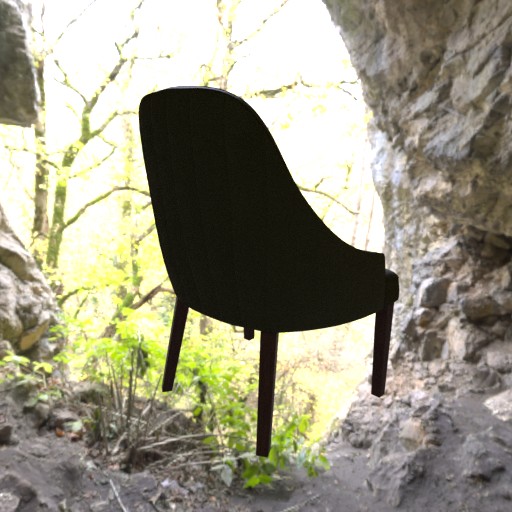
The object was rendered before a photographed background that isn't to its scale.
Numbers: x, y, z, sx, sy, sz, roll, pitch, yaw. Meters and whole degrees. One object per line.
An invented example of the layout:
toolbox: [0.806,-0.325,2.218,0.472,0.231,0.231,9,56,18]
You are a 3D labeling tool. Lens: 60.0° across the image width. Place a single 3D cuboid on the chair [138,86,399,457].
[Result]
chair: [0.000,0.000,1.293,0.643,0.889,0.575,14,20,42]
